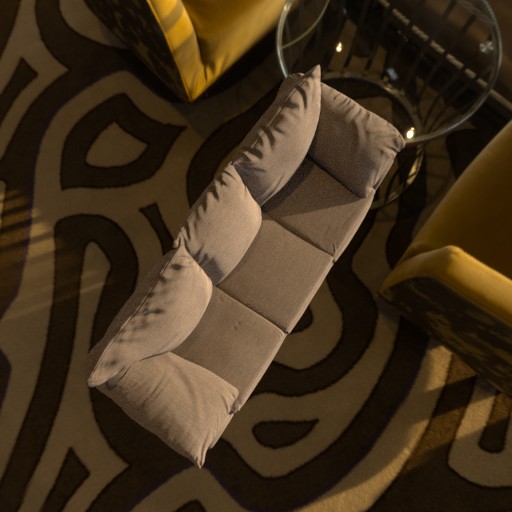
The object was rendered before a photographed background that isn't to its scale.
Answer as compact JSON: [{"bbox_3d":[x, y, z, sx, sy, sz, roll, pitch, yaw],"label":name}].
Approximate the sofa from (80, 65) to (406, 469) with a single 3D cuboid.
[{"bbox_3d":[0.000,0.000,2.862,0.927,1.043,2.390,33,78,8],"label":"sofa"}]
